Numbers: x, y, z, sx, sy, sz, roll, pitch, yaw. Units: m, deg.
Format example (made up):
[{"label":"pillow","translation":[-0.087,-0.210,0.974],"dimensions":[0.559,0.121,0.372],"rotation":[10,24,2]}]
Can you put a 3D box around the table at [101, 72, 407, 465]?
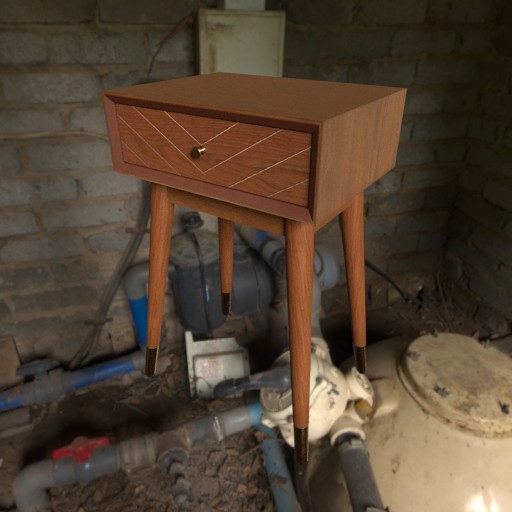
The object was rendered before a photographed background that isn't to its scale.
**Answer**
[{"label":"table","translation":[0.000,0.000,0.843],"dimensions":[0.406,0.599,0.300],"rotation":[18,34,30]}]
